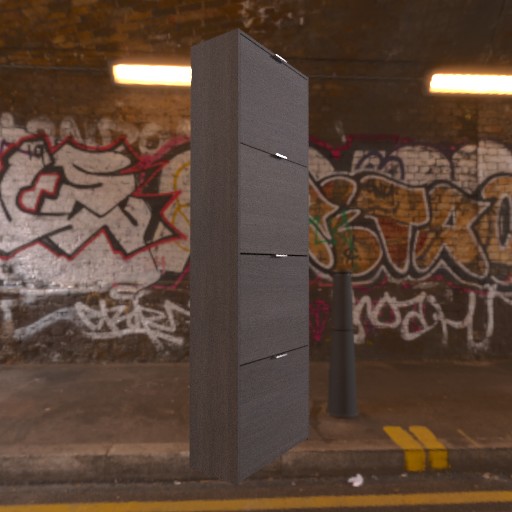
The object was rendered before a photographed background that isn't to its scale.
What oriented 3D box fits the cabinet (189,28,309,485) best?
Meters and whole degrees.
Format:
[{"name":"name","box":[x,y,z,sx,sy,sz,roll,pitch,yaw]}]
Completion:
[{"name":"cabinet","box":[0.000,0.000,1.852,0.255,1.630,0.520,-1,-2,36]}]
